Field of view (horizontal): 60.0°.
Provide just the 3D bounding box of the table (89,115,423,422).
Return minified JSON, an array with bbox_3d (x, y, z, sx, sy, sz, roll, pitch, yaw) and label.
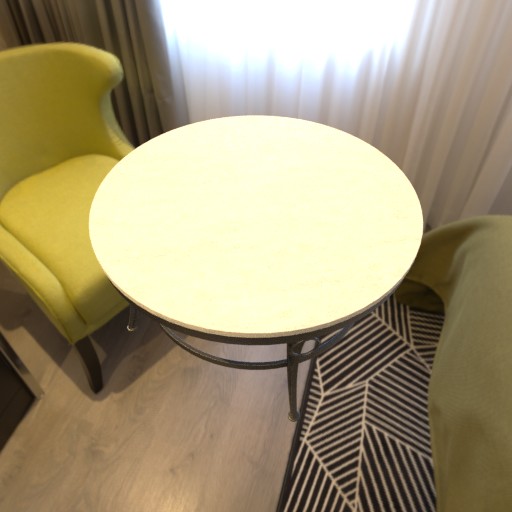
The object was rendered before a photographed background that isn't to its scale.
[{"bbox_3d":[0.000,0.000,1.387,0.889,0.470,0.889,0,46,0],"label":"table"}]
